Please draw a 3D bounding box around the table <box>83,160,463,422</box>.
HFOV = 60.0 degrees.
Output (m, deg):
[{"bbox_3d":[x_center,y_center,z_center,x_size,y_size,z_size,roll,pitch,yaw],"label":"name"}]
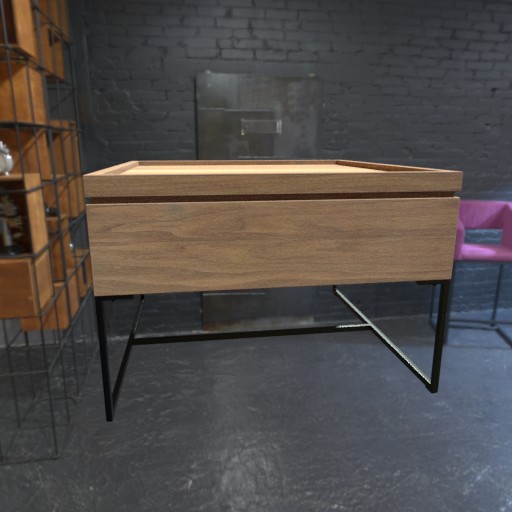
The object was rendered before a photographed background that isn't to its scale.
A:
[{"bbox_3d":[0.000,0.000,1.154,0.679,0.464,0.676,-2,14,-8],"label":"table"}]
